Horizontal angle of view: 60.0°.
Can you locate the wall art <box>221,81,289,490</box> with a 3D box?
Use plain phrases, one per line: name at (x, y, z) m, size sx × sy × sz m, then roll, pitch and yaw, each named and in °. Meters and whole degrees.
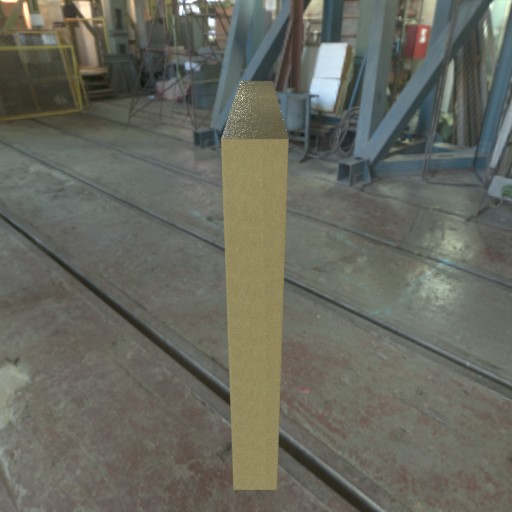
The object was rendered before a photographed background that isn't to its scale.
wall art at (0.000, 0.000, 0.454) m, size 0.038 × 0.305 × 0.304 m, roll 0°, pitch 27°, yaw 0°
